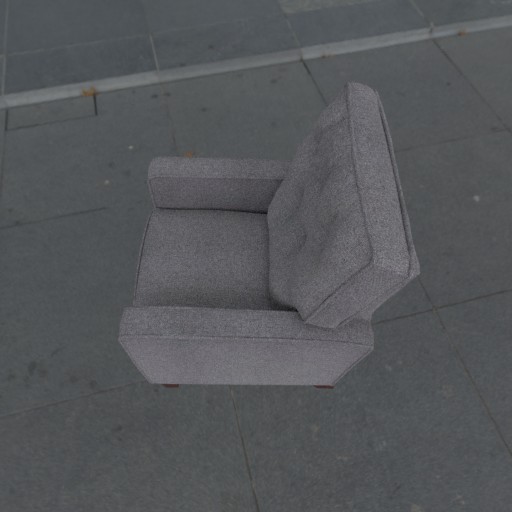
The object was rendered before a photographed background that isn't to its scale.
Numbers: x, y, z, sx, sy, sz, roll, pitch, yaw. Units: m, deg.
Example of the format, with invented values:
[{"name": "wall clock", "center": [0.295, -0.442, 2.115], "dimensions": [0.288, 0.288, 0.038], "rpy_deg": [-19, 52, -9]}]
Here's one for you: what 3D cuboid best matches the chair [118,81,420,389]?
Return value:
[{"name": "chair", "center": [0.000, 0.000, 1.404], "dimensions": [0.775, 0.889, 0.650], "rpy_deg": [0, 58, 0]}]
